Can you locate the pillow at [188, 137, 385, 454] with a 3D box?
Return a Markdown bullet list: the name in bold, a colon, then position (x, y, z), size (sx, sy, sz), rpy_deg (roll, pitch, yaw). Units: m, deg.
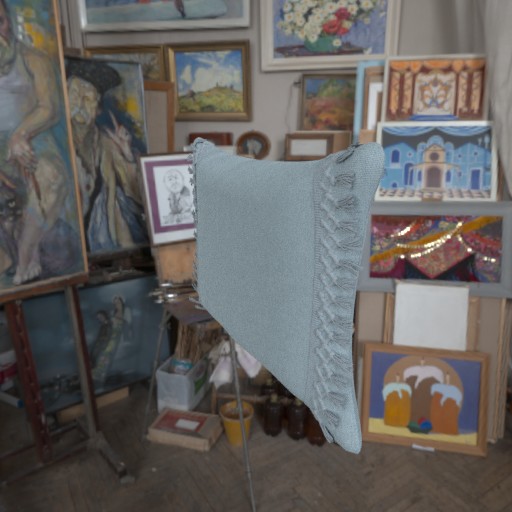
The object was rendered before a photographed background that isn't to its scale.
- **pillow**: position (0.000, 0.000, 0.592), size (0.084, 0.305, 0.466), rpy_deg (-7, 17, -25)
